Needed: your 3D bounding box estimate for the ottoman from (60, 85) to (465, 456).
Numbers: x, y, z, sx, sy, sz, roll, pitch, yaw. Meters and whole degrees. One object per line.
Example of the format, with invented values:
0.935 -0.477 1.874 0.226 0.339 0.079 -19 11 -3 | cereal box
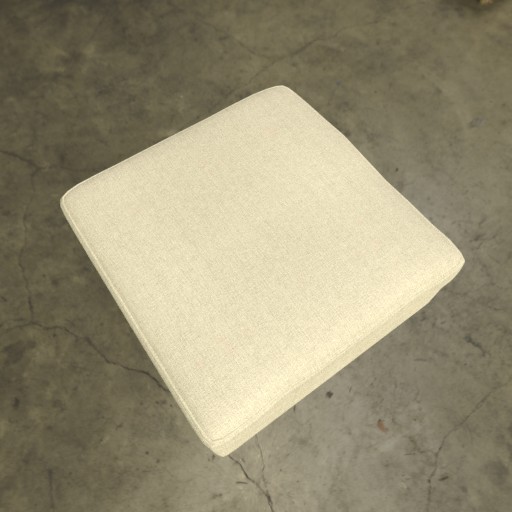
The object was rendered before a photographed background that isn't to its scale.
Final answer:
0.000 0.000 1.380 0.838 0.478 0.838 -32 67 -16 | ottoman
